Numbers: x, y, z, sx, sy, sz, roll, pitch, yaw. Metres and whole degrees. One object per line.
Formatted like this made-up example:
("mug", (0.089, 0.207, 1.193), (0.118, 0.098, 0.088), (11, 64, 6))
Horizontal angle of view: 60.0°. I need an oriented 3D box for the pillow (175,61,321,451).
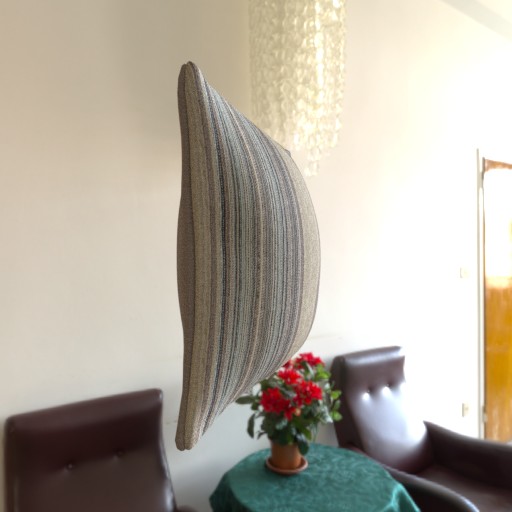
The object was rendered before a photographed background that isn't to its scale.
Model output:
("pillow", (0.000, 0.000, 0.669), (0.189, 0.416, 0.435), (0, 0, 18))
